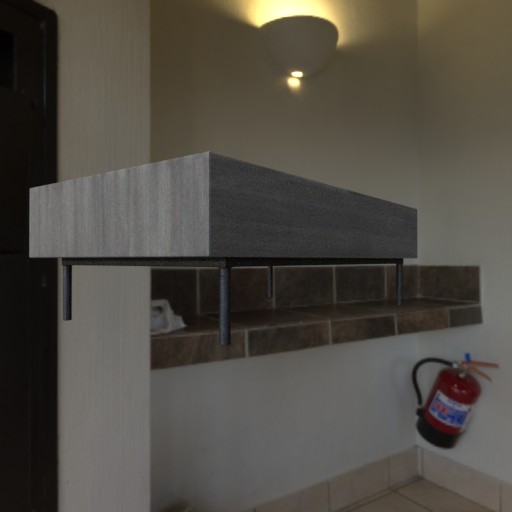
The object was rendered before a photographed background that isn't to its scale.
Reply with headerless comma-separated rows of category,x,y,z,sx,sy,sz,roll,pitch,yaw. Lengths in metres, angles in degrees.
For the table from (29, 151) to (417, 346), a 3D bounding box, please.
table,0.000,0.000,1.377,0.643,0.347,1.088,0,-1,38
